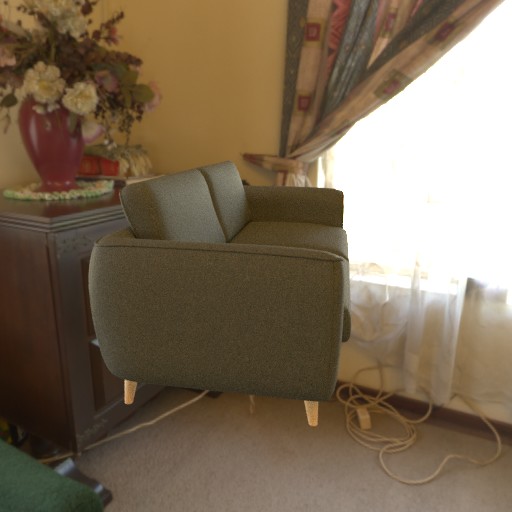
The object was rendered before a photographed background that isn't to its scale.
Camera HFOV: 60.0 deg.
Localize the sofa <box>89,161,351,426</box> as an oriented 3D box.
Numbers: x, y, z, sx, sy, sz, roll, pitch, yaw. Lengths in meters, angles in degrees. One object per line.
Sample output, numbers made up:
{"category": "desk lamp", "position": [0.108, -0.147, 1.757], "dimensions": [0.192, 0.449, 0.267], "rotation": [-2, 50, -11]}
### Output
{"category": "sofa", "position": [0.000, 0.000, 2.204], "dimensions": [0.920, 0.850, 1.700], "rotation": [3, 16, 10]}
